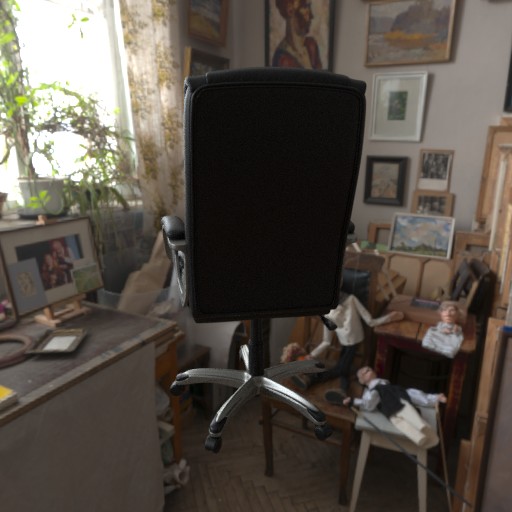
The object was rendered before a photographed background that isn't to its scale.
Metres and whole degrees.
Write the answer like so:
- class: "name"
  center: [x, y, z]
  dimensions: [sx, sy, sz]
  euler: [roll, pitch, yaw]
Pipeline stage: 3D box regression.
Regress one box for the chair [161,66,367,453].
- class: "chair"
  center: [0.000, 0.000, 1.572]
  dimensions: [0.663, 1.155, 0.739]
  euler: [-3, 15, -10]
